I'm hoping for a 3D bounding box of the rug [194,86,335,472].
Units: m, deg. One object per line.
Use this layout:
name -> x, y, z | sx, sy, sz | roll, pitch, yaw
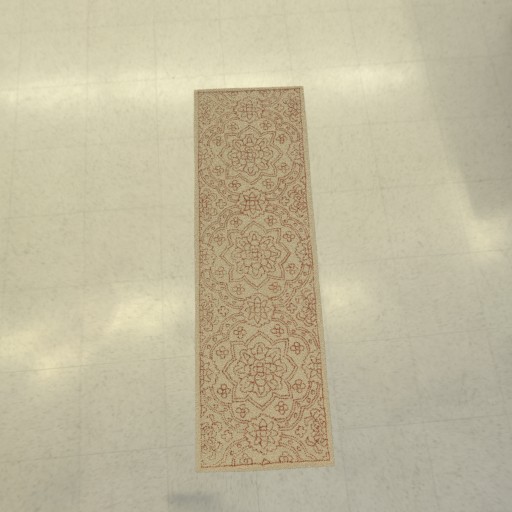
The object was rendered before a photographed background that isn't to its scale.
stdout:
rug -> 0.000, 0.000, 2.765 | 0.769, 0.012, 2.448 | -2, 74, -1
